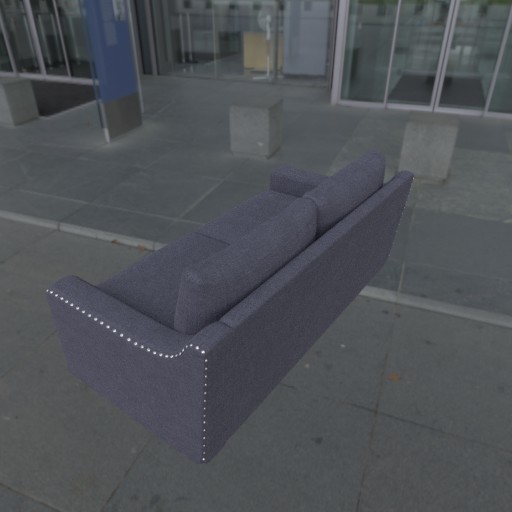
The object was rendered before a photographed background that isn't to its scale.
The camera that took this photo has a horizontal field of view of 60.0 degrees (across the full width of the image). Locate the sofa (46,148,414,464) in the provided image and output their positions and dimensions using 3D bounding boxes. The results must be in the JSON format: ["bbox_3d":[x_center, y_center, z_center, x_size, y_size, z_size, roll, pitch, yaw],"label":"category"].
[{"bbox_3d":[0.000,0.000,3.256,1.336,1.196,2.550,21,38,30],"label":"sofa"}]
